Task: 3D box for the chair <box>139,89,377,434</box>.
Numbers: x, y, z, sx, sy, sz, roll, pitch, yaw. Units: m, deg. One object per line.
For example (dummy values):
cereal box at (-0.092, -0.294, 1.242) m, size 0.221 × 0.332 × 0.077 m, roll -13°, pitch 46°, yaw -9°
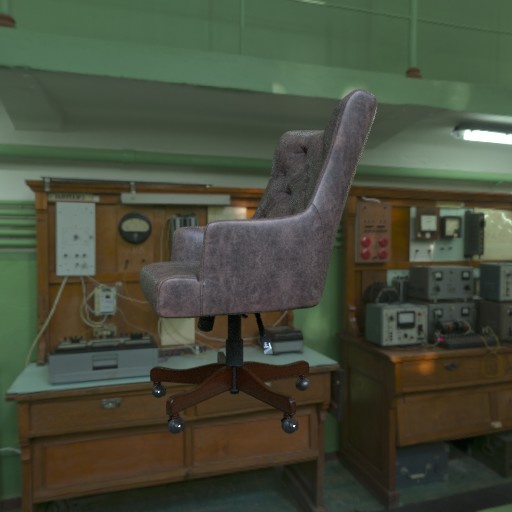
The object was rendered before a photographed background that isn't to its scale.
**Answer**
chair at (0.000, 0.000, 1.556) m, size 0.762 × 1.035 × 0.641 m, roll -1°, pitch 2°, yaw -18°
